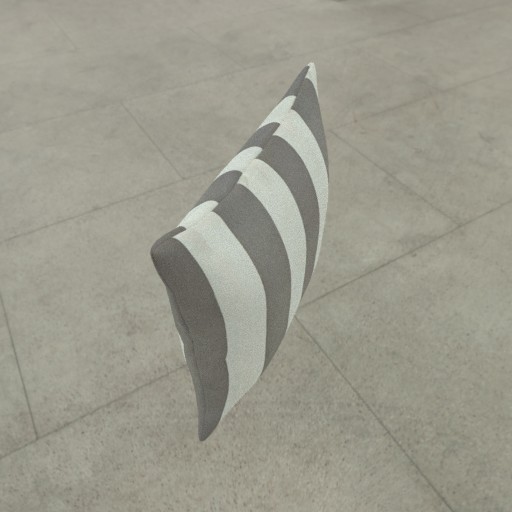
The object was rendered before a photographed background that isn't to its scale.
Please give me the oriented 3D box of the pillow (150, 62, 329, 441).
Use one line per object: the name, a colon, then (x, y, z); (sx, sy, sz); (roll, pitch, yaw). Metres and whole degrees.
pillow: (0.000, 0.000, 0.803); (0.192, 0.507, 0.522); (17, 49, 16)
